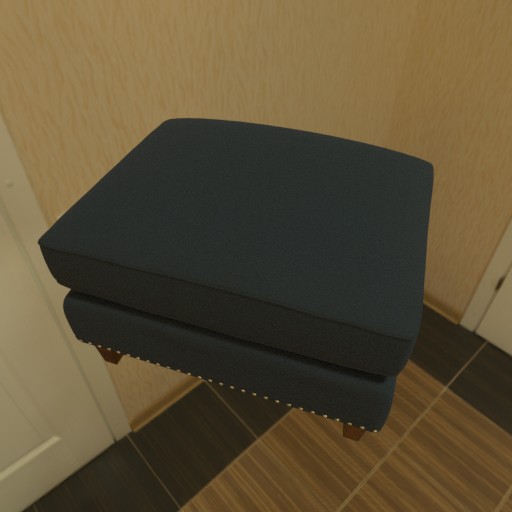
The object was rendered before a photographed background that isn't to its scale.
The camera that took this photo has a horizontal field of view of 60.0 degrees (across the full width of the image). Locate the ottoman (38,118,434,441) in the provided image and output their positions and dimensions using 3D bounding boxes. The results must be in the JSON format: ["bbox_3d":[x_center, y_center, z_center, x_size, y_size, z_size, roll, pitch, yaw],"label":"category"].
[{"bbox_3d":[0.000,0.000,1.099,0.741,0.513,0.584,13,45,14],"label":"ottoman"}]
